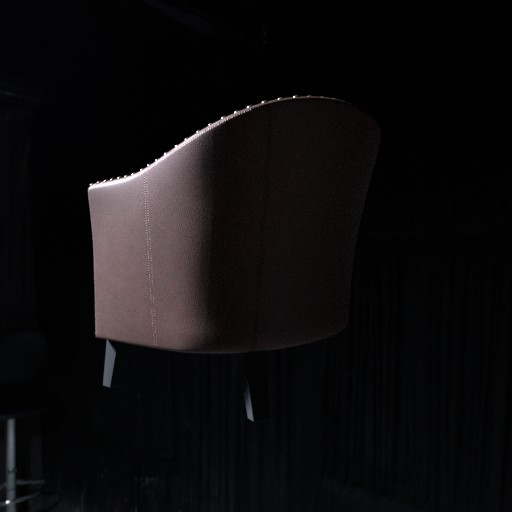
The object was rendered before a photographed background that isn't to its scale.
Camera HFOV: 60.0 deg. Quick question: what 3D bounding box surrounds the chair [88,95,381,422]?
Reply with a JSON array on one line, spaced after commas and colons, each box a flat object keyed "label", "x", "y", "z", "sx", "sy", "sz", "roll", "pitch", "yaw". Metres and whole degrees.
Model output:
[{"label": "chair", "x": 0.000, "y": 0.000, "z": 1.446, "sx": 0.748, "sy": 0.823, "sz": 0.794, "roll": 1, "pitch": 1, "yaw": 37}]
